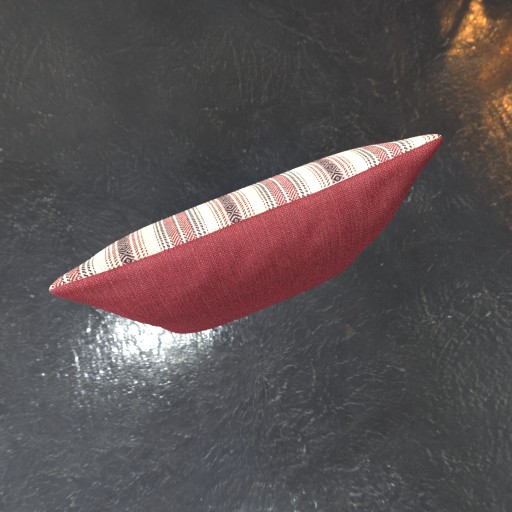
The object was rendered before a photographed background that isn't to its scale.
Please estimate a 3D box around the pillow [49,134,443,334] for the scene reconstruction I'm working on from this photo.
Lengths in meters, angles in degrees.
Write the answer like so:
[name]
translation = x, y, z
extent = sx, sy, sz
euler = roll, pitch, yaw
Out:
[pillow]
translation = 0.000, 0.000, 0.766
extent = 0.513, 0.497, 0.166
euler = -22, 77, -5
